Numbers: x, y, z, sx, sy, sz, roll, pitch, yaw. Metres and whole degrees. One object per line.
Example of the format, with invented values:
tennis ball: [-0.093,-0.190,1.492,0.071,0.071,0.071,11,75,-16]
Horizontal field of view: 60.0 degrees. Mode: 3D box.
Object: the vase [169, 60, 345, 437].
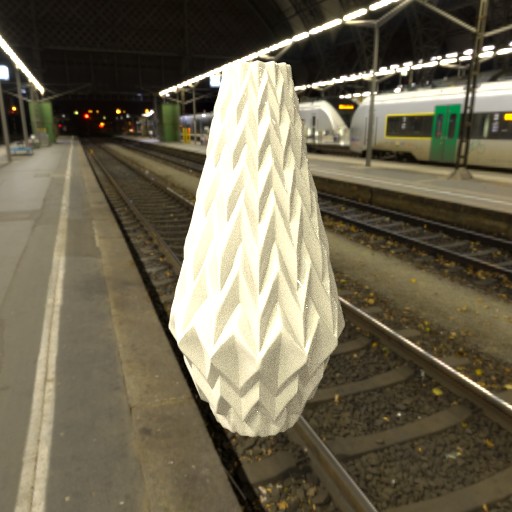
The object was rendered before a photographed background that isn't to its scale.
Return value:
vase: [0.000,0.000,0.412,0.167,0.328,0.167,0,16,0]
